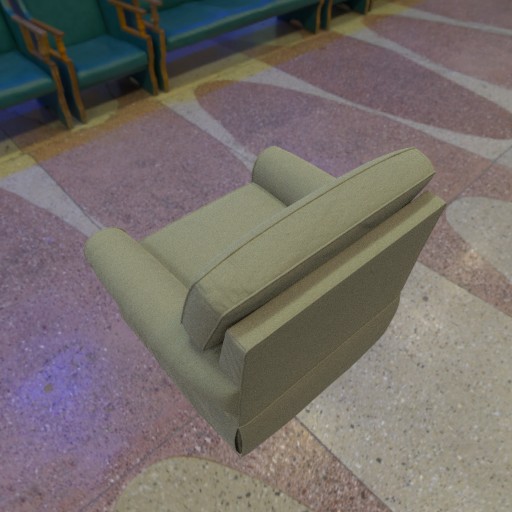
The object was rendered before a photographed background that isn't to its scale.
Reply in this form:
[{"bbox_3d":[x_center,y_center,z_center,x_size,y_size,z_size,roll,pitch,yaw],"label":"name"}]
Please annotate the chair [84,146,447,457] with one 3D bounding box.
[{"bbox_3d":[0.000,0.000,1.852,1.135,1.017,0.988,-32,55,-26],"label":"chair"}]
